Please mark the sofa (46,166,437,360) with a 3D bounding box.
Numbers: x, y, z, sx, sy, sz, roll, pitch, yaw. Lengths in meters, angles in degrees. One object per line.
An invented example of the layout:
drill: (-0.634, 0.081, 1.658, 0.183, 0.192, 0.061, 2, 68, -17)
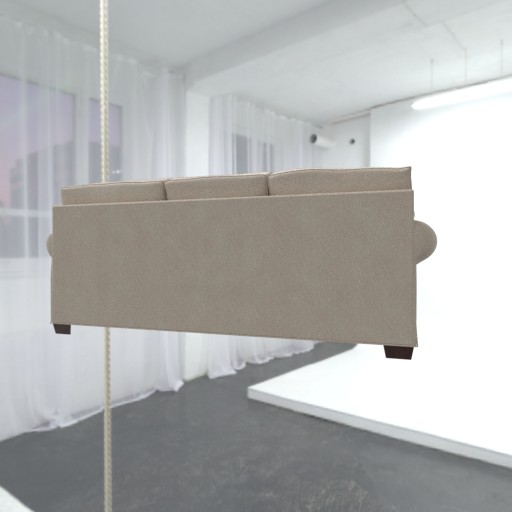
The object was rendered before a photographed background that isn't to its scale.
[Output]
sofa: (0.000, 0.000, 2.398, 1.770, 0.734, 1.226, 0, 0, 19)
